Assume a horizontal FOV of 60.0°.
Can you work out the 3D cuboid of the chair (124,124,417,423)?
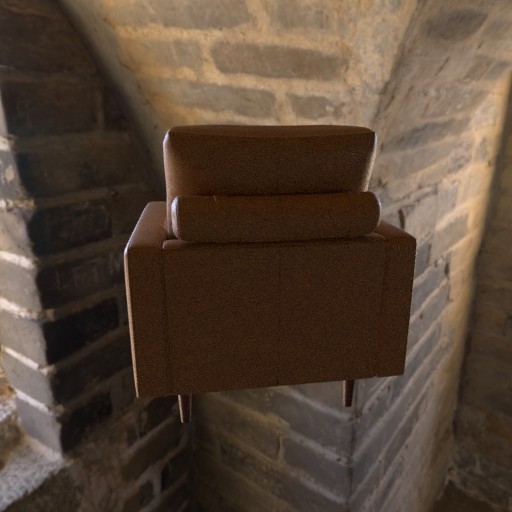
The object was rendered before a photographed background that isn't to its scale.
[{"bbox_3d":[0.000,0.000,1.589,0.831,0.896,0.868,-2,16,-9],"label":"chair"}]
